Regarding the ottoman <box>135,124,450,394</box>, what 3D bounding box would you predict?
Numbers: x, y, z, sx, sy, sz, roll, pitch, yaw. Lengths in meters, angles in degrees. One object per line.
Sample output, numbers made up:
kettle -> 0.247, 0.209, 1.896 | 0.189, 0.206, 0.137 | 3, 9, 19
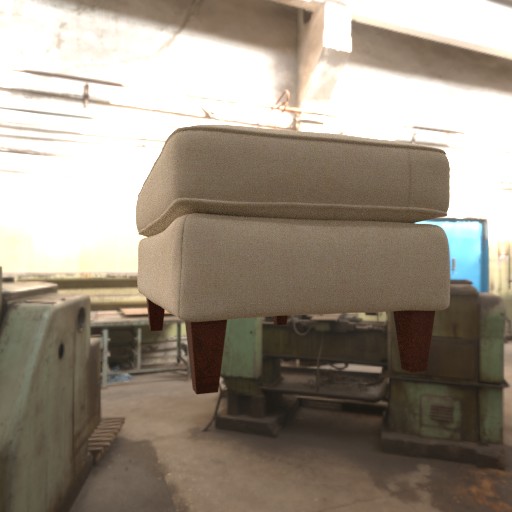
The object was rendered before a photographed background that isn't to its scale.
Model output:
ottoman -> 0.000, 0.000, 1.198 | 0.583, 0.484, 0.862 | 0, -1, -19
